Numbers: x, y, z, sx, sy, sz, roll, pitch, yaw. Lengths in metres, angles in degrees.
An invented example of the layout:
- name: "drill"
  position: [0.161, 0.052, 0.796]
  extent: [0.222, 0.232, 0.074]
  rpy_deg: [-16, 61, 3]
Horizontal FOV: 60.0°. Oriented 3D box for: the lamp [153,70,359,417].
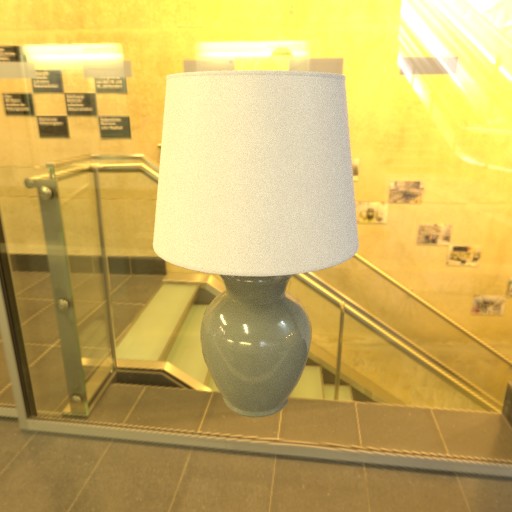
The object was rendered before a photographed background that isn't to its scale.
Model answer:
- name: "lamp"
  position: [0.000, 0.000, 0.534]
  extent: [0.239, 0.399, 0.239]
  rpy_deg: [0, 18, 0]
